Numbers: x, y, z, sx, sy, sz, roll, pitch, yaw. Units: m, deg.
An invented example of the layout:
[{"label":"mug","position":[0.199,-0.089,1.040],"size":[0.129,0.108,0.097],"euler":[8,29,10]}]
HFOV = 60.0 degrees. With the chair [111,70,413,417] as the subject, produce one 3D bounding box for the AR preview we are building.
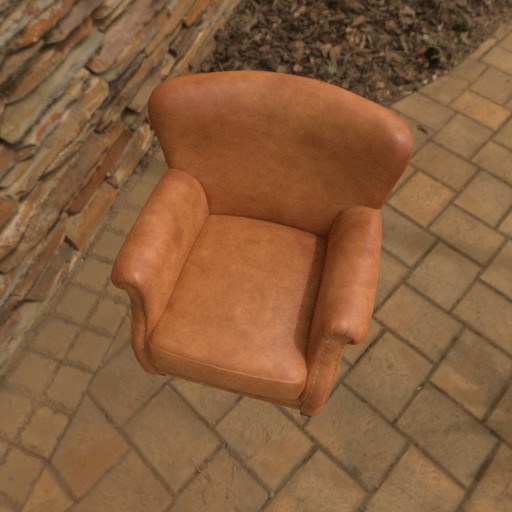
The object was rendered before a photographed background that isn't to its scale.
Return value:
[{"label":"chair","position":[0.000,0.000,1.626],"size":[0.861,0.936,0.921],"euler":[12,59,8]}]
